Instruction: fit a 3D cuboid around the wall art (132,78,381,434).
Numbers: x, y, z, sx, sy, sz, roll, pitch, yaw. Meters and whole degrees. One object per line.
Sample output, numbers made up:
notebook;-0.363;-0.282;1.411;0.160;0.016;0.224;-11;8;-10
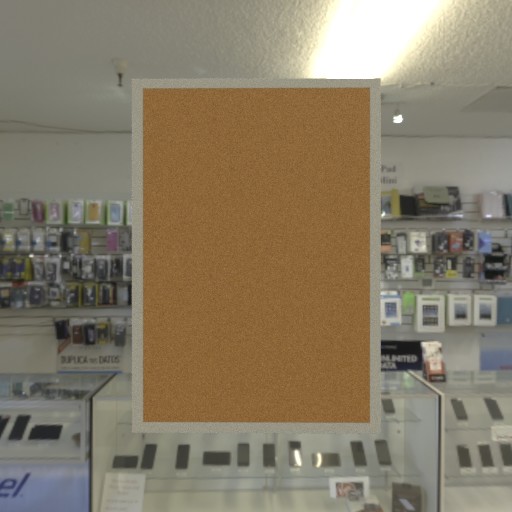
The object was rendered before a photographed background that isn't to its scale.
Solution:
wall art;0.000;0.000;1.181;0.659;0.940;0.013;0;0;1
